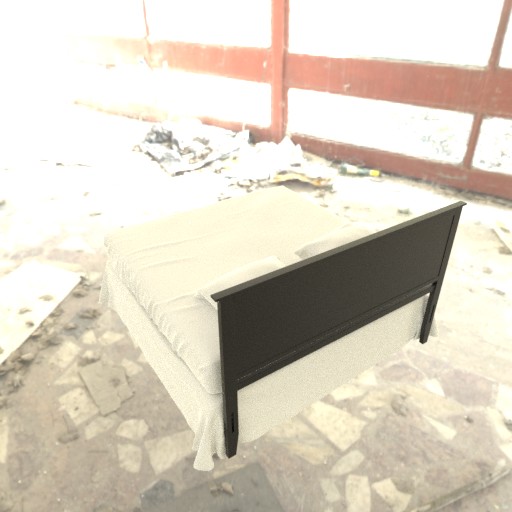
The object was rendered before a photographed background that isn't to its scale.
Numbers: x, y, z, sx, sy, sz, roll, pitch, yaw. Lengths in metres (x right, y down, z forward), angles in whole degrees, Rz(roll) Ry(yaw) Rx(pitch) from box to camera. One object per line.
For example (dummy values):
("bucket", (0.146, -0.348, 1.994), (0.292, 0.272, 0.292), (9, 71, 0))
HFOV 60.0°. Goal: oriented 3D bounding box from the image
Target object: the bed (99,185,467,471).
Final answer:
("bed", (0.000, 0.000, 3.695), (2.315, 1.271, 2.219), (-19, 36, -28))
